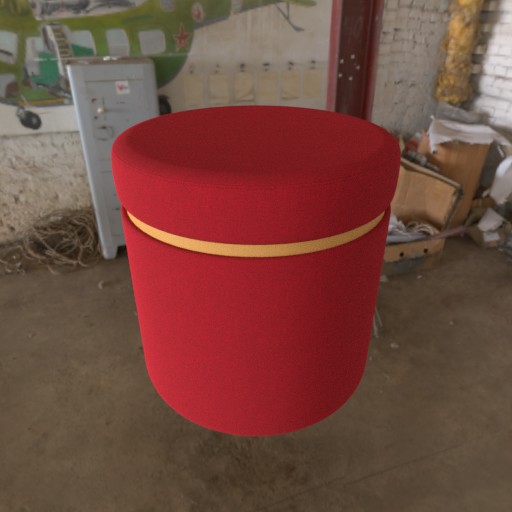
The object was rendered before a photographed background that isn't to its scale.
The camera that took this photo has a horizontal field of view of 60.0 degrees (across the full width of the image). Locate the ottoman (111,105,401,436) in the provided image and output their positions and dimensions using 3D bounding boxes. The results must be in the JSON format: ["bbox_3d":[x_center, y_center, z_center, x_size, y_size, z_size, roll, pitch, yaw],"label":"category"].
[{"bbox_3d":[0.000,0.000,0.724,0.400,0.406,0.400,0,30,0],"label":"ottoman"}]
